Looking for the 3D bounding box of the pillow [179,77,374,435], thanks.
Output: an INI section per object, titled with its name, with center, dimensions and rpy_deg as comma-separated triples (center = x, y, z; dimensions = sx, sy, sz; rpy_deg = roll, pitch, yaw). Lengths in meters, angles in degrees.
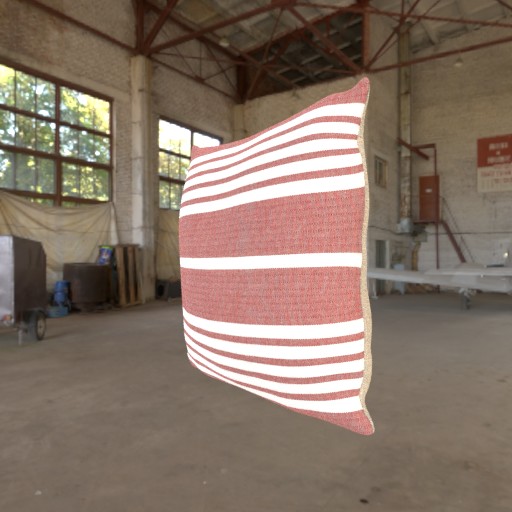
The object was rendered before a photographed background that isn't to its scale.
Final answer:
[pillow]
center = 0.000, 0.000, 0.686
dimensions = 0.182, 0.427, 0.439
rpy_deg = 0, 0, -36
